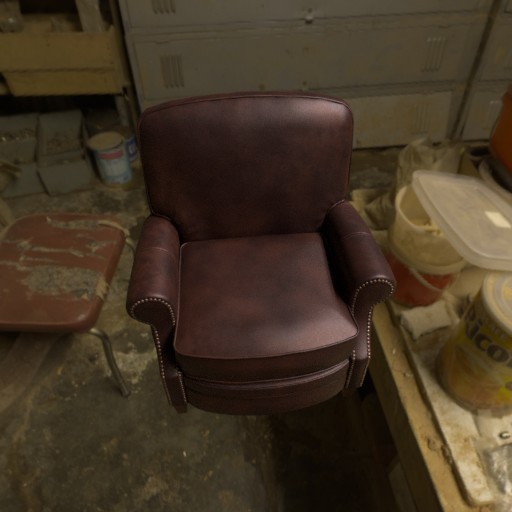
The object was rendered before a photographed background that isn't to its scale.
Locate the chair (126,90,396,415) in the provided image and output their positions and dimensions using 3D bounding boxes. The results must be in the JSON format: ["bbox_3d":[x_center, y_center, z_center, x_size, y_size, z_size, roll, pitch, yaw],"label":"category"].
[{"bbox_3d":[0.000,0.000,1.748,0.936,1.018,0.986,-4,46,-4],"label":"chair"}]
